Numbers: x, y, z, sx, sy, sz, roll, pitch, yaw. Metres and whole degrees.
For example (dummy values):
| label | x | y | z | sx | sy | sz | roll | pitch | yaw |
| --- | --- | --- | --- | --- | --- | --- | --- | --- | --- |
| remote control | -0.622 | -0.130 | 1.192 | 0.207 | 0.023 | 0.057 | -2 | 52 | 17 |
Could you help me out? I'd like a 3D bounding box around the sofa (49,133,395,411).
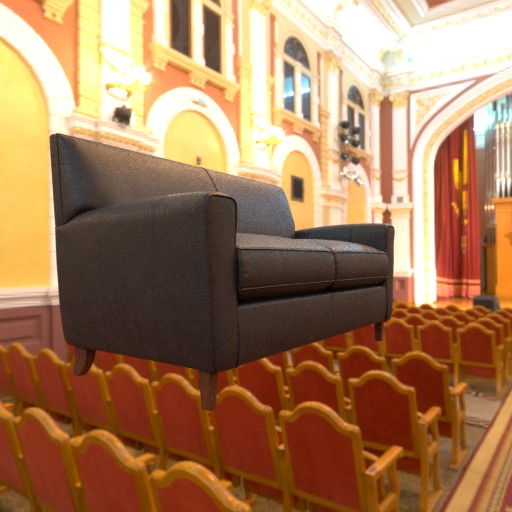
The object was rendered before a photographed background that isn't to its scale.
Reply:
| label | x | y | z | sx | sy | sz | roll | pitch | yaw |
| --- | --- | --- | --- | --- | --- | --- | --- | --- | --- |
| sofa | 0.000 | 0.000 | 1.957 | 0.787 | 0.871 | 1.473 | 0 | -1 | 36 |
